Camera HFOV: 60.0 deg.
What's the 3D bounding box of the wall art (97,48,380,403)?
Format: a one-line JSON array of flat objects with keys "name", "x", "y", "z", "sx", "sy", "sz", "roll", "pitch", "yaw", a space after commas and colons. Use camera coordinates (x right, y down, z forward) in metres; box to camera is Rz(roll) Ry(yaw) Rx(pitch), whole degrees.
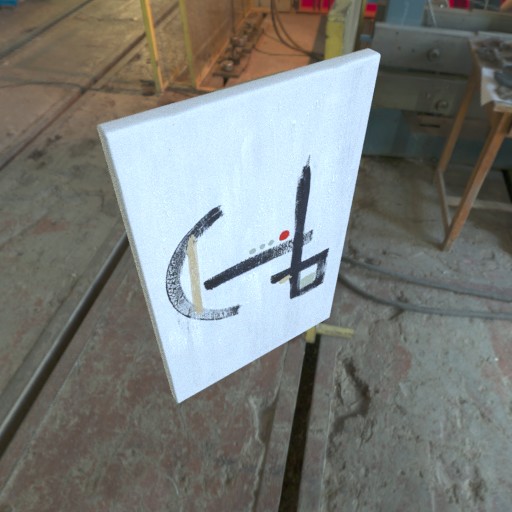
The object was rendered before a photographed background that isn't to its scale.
[{"name": "wall art", "x": 0.000, "y": 0.000, "z": 1.155, "sx": 0.602, "sy": 0.916, "sz": 0.048, "roll": -25, "pitch": 50, "yaw": -23}]
